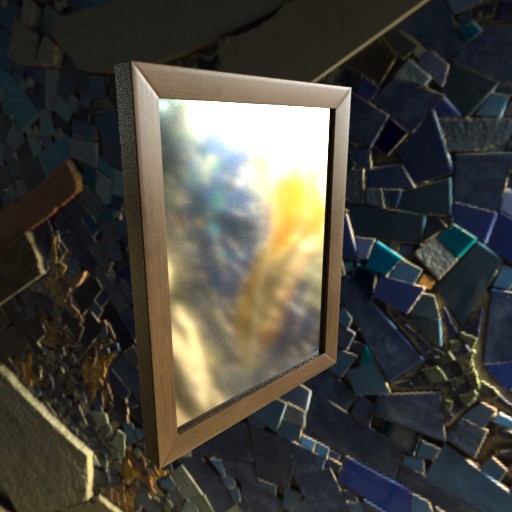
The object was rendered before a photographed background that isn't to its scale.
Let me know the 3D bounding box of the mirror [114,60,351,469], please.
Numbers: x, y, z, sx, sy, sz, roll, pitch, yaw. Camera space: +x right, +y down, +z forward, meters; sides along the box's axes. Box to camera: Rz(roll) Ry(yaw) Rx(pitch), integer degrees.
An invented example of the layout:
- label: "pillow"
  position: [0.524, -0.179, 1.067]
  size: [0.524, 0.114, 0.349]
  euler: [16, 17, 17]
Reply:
- label: "mirror"
  position: [0.000, 0.000, 0.677]
  size: [0.405, 0.508, 0.041]
  euler: [-15, 21, -43]
